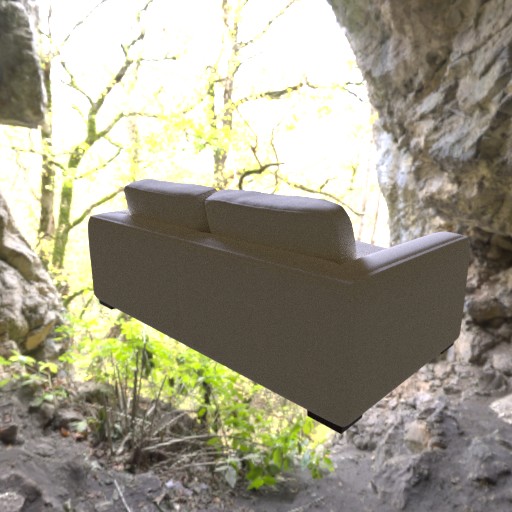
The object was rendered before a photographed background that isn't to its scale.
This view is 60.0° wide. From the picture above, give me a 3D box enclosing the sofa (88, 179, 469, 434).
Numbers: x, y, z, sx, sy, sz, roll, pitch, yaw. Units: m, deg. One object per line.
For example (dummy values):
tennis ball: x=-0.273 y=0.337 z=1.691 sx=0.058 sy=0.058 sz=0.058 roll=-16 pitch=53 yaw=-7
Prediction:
sofa: x=0.000 y=0.000 z=2.454 sx=1.920 sy=0.801 sz=1.069 roll=14 pitch=20 yaw=43
